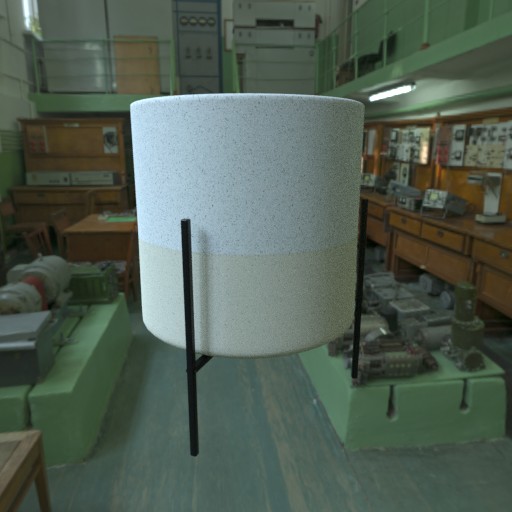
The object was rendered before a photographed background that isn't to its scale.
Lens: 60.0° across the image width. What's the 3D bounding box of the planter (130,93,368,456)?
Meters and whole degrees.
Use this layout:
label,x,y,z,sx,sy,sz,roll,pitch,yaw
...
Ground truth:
label,x,y,z,sx,sy,sz,roll,pitch,yaw
planter,0.000,0.000,0.655,0.335,0.423,0.313,-2,14,-8
